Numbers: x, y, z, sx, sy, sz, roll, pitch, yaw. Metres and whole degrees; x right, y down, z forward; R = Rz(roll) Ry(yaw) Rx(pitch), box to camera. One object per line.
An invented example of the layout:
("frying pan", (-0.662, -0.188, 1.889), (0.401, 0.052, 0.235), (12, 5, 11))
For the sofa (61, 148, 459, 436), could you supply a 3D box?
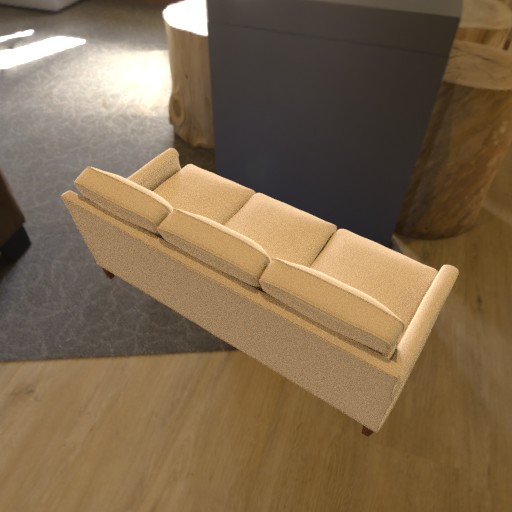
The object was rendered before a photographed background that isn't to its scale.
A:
("sofa", (0.000, 0.000, 2.828), (2.246, 1.003, 1.084), (26, 52, 23))
